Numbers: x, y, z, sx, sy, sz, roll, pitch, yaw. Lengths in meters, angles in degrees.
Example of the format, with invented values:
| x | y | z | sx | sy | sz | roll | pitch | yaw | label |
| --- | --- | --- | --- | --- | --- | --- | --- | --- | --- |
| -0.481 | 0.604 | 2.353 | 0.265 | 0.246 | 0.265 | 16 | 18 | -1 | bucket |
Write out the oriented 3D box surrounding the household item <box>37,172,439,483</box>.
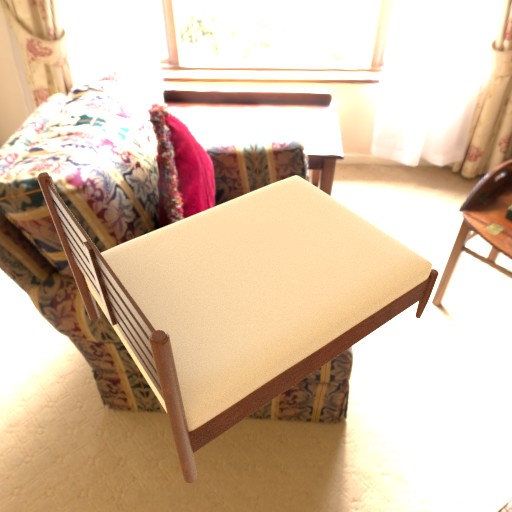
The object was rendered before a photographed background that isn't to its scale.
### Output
| x | y | z | sx | sy | sz | roll | pitch | yaw | label |
| --- | --- | --- | --- | --- | --- | --- | --- | --- | --- |
| 0.000 | 0.000 | 3.223 | 2.232 | 1.356 | 1.663 | -26 | 47 | -26 | household item |
